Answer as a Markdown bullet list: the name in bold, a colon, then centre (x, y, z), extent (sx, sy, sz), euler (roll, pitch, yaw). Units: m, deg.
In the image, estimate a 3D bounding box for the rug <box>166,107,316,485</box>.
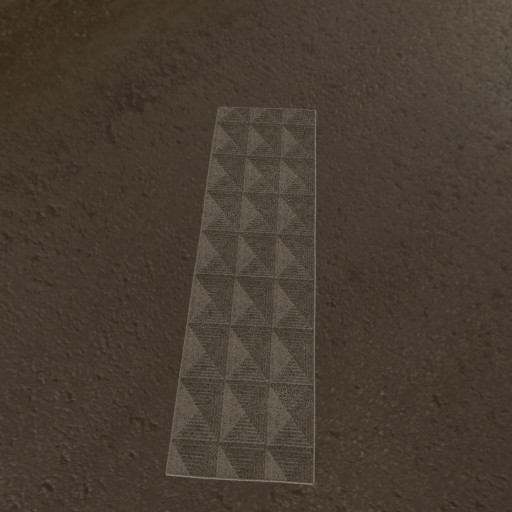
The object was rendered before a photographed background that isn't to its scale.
- **rug**: centre (0.000, 0.000, 2.404), extent (0.645, 0.015, 2.182), euler (3, 63, 2)
